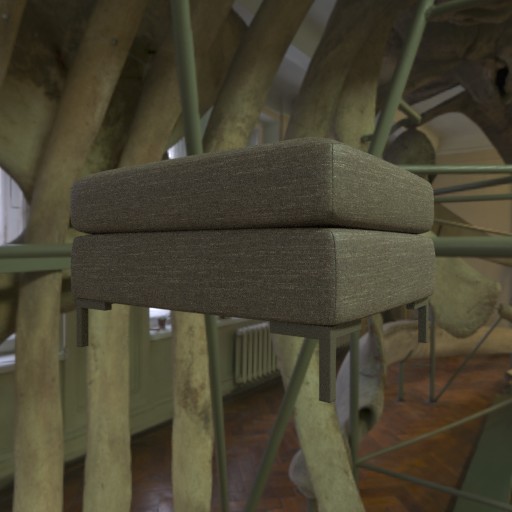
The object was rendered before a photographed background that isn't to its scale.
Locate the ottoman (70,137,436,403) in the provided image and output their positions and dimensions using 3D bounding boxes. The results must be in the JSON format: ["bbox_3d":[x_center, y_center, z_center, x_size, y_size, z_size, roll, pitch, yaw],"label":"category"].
[{"bbox_3d":[0.000,0.000,1.230,0.820,0.490,0.671,1,1,36],"label":"ottoman"}]
